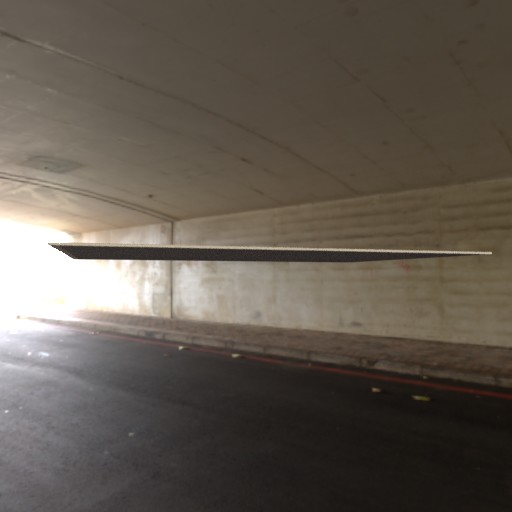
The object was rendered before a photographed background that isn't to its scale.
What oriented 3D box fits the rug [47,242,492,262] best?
[{"bbox_3d":[0.000,0.000,2.806,2.244,0.017,1.532,1,-3,-19],"label":"rug"}]
